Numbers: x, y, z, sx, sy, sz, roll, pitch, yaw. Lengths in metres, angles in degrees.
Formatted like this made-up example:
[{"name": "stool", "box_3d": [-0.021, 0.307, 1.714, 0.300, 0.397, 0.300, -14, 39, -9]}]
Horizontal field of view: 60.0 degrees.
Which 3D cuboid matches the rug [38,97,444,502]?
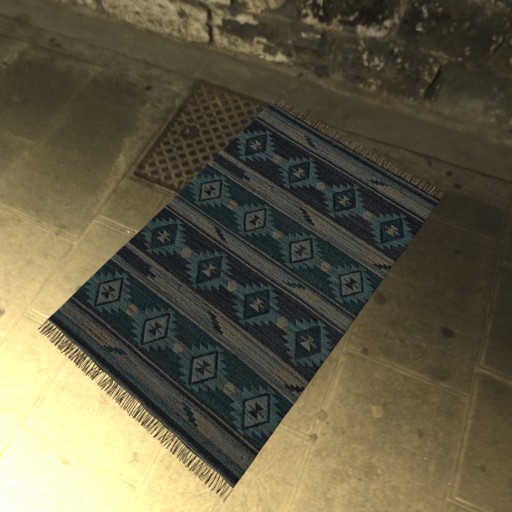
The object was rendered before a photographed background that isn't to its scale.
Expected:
[{"name": "rug", "box_3d": [0.000, 0.000, 2.303, 1.181, 0.028, 1.936, 35, 69, 16]}]
